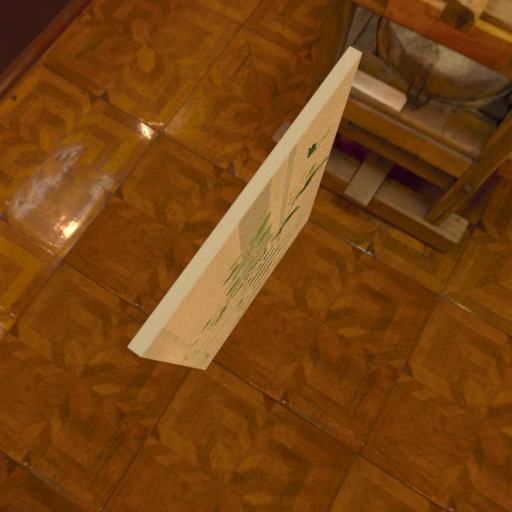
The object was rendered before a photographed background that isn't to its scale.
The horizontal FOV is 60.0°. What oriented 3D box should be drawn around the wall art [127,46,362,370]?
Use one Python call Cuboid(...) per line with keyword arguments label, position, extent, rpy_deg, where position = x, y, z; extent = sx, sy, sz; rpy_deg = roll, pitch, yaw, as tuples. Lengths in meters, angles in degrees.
Cuboid(label="wall art", position=(0.000, 0.000, 1.613), extent=(0.038, 1.212, 0.914), rpy_deg=(33, 77, 9))
